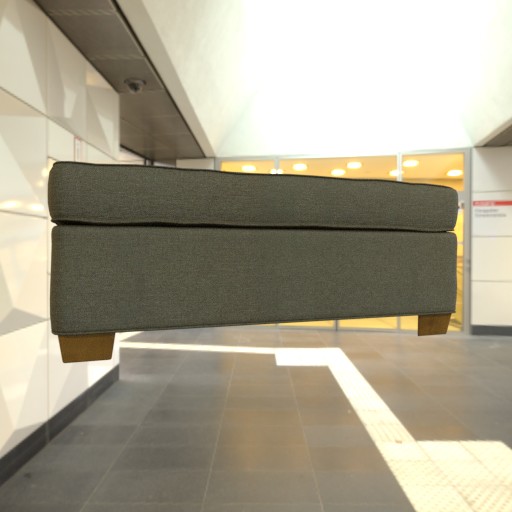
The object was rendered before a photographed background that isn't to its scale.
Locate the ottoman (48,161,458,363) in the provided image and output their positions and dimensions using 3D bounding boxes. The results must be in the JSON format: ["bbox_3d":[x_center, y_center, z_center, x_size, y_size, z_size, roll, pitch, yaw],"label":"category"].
[{"bbox_3d":[0.000,0.000,1.341,1.110,0.460,0.515,0,1,-19],"label":"ottoman"}]
